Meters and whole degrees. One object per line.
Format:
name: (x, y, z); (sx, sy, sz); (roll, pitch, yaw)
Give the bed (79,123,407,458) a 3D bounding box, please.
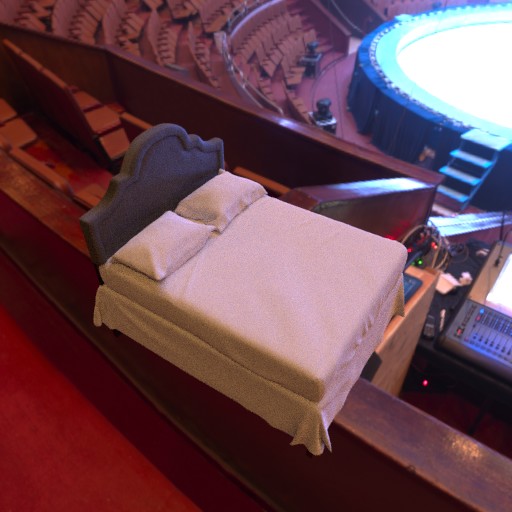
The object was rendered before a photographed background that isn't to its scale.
bed: (0.000, 0.000, 3.480); (2.222, 1.634, 1.780); (23, 46, 25)
